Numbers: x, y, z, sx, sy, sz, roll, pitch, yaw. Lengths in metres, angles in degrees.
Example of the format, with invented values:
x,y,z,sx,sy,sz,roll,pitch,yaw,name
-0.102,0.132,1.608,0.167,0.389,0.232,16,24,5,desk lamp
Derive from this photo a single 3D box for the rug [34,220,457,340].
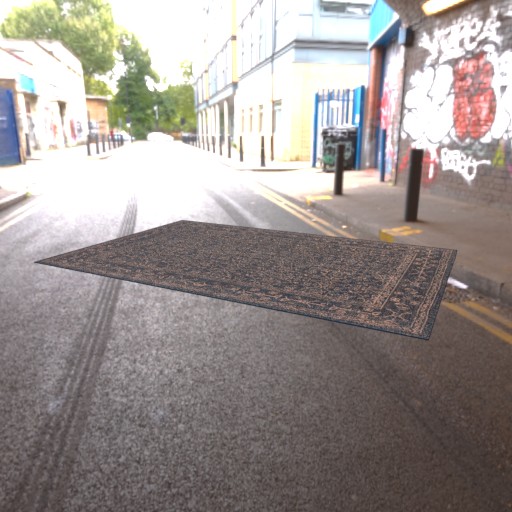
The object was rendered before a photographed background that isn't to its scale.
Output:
x,y,z,sx,sy,sz,roll,pitch,yaw,name
0.000,0.000,2.268,1.819,0.005,1.200,8,18,26,rug
